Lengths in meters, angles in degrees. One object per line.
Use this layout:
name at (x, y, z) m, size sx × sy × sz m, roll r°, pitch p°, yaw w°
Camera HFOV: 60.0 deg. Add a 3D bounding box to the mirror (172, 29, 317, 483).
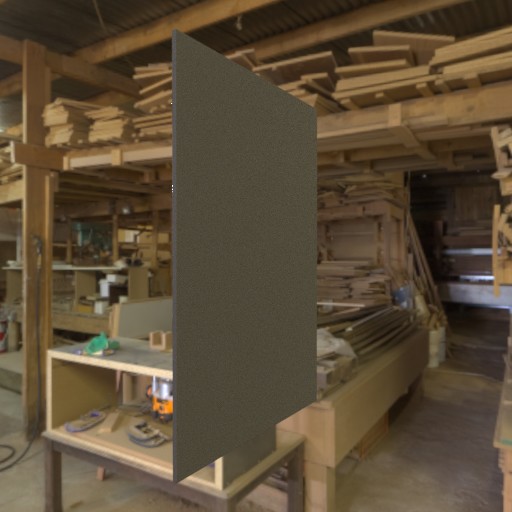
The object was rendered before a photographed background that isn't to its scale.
mirror at (0.000, 0.000, 1.152) m, size 0.039 × 0.914 × 0.613 m, roll 0°, pitch 1°, yaw 35°
